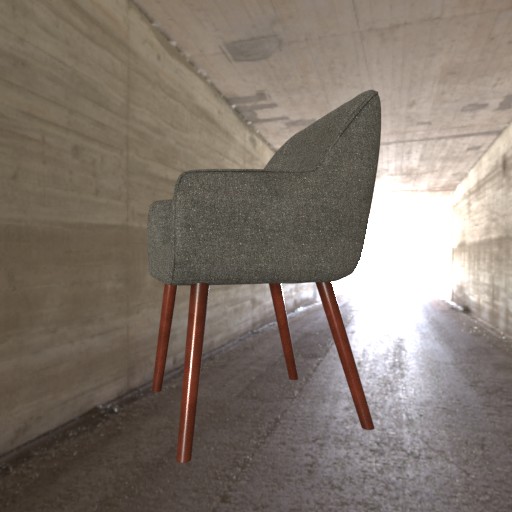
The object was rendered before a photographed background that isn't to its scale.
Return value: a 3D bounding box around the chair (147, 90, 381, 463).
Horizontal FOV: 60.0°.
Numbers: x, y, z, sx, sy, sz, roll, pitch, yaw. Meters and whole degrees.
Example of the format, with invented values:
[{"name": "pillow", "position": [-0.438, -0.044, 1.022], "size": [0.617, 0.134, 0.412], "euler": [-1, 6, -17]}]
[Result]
[{"name": "chair", "position": [0.000, 0.000, 1.172], "size": [0.519, 0.803, 0.543], "euler": [0, 0, -19]}]
